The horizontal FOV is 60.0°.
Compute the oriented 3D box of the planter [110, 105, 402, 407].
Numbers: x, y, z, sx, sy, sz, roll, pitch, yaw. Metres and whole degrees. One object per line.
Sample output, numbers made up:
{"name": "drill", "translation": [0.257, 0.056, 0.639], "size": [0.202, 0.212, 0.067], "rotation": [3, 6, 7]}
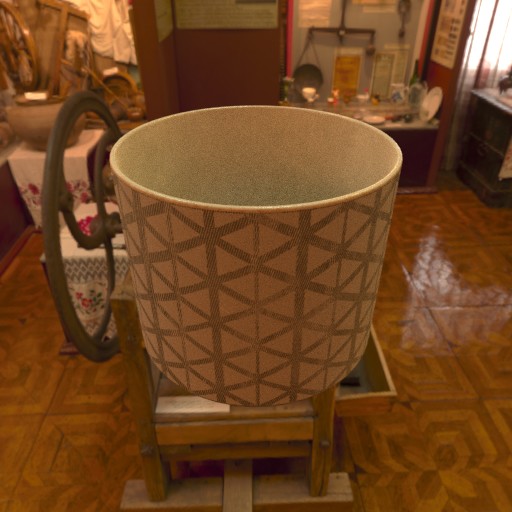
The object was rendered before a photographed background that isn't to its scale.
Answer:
{"name": "planter", "translation": [0.000, 0.000, 0.347], "size": [0.190, 0.181, 0.190], "rotation": [0, 33, 0]}
